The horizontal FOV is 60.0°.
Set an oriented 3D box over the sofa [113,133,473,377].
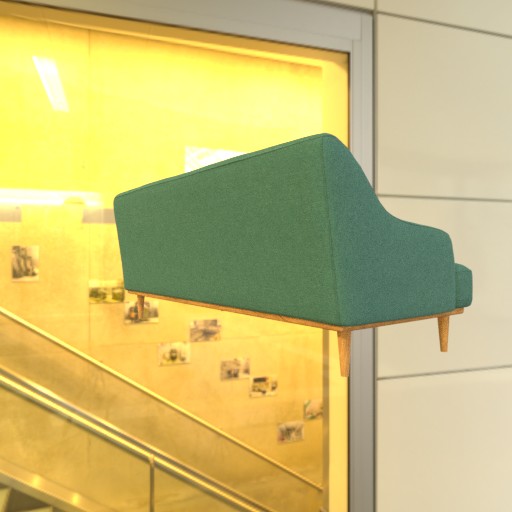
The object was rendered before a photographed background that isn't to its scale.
[{"bbox_3d":[0.000,0.000,2.541,0.978,0.871,2.057,0,0,-37],"label":"sofa"}]
